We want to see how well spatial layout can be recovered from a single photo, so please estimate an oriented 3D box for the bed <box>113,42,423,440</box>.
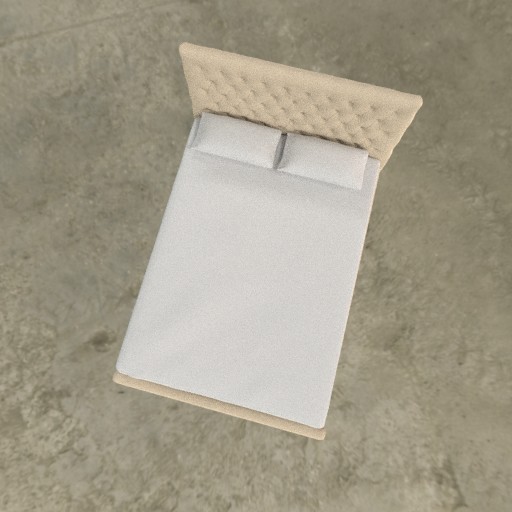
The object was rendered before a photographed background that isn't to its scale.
[{"bbox_3d":[0.000,0.000,3.392,1.698,1.427,2.387,14,76,4],"label":"bed"}]
